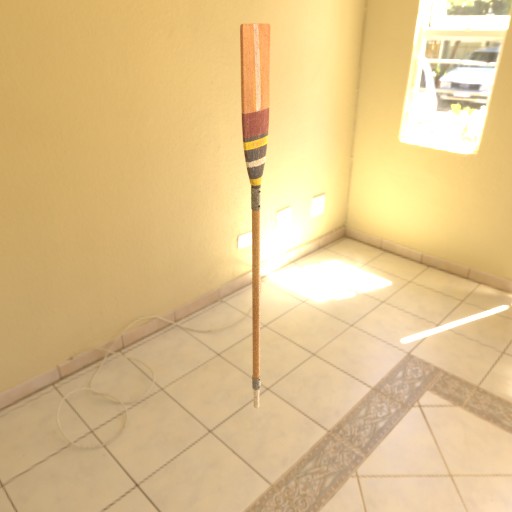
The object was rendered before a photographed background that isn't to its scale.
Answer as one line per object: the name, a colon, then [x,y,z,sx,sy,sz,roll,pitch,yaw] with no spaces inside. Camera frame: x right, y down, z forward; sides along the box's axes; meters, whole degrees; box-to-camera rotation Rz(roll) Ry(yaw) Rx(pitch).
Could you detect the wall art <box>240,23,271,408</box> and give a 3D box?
wall art: [0.000,0.000,1.675,0.038,1.556,0.146,18,32,31]
